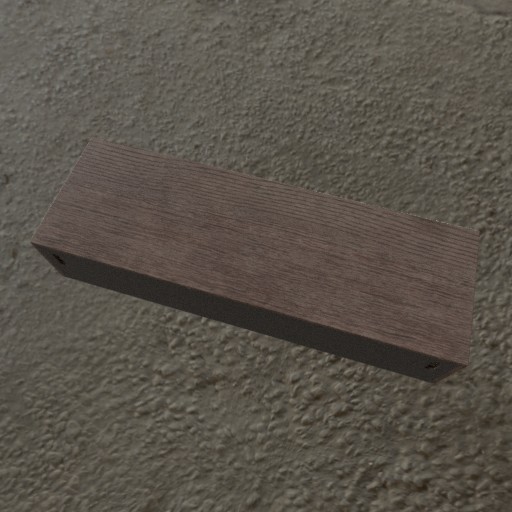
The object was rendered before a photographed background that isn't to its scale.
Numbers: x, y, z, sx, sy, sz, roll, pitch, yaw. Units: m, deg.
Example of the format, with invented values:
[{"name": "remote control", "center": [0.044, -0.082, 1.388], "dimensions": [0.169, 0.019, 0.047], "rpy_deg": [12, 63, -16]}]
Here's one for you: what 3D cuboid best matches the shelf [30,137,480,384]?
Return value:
[{"name": "shelf", "center": [0.000, 0.000, 0.687], "dimensions": [0.610, 0.125, 0.200], "rpy_deg": [15, 64, 7]}]
